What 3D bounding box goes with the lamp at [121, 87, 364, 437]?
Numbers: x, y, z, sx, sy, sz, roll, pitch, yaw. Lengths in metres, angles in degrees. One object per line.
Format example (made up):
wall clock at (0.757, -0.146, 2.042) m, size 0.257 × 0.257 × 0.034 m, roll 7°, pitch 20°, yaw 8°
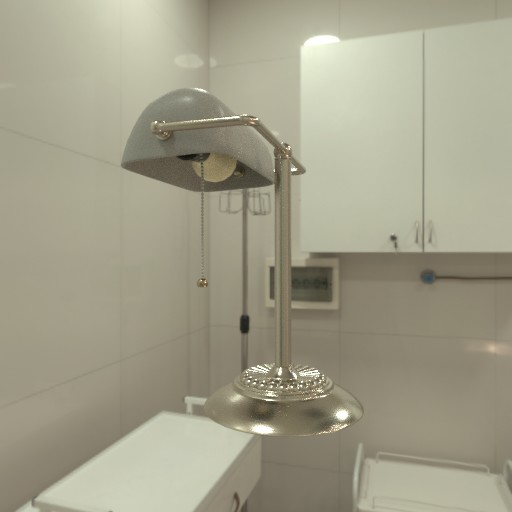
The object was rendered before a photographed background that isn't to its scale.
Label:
lamp at (0.000, 0.000, 0.513) m, size 0.243 × 0.339 × 0.264 m, roll 0°, pitch 0°, yaw 17°
